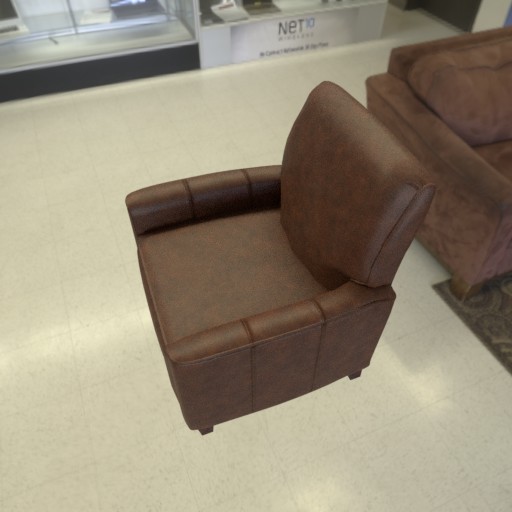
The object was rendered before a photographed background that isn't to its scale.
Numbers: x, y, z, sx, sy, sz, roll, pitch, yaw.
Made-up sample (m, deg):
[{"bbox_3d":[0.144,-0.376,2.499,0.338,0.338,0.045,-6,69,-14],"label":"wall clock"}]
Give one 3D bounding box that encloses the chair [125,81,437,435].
[{"bbox_3d":[0.000,0.000,1.656,0.850,1.010,0.839,-16,49,-14],"label":"chair"}]
